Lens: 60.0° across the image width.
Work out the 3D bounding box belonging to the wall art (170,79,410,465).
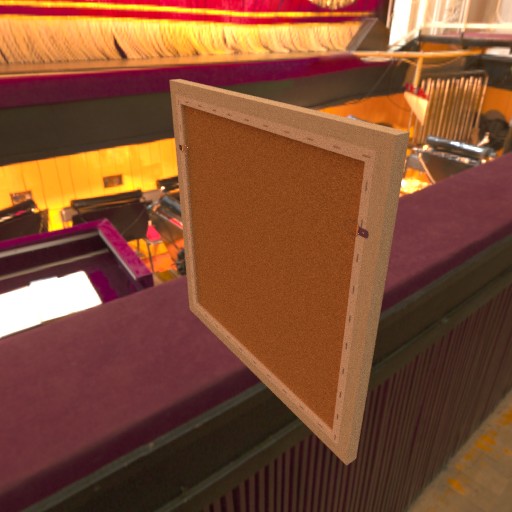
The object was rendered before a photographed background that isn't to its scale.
[{"bbox_3d":[0.000,0.000,1.500,0.045,1.016,1.016,-19,34,-31],"label":"wall art"}]
